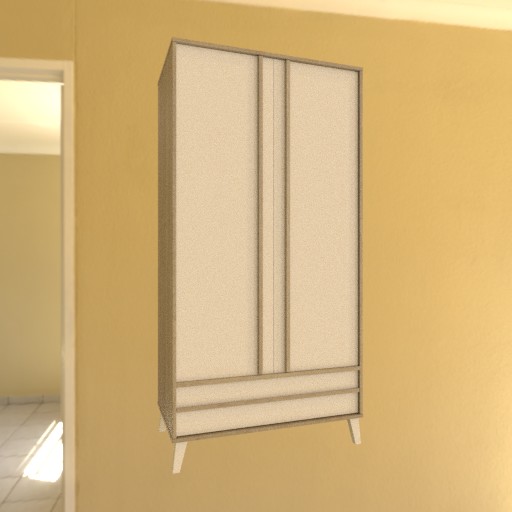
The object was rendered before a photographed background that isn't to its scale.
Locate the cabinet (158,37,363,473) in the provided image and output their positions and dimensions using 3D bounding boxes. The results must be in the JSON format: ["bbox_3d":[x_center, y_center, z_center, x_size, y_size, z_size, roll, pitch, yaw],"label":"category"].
[{"bbox_3d":[0.000,0.000,2.456,1.006,1.999,0.571,0,0,-19],"label":"cabinet"}]
